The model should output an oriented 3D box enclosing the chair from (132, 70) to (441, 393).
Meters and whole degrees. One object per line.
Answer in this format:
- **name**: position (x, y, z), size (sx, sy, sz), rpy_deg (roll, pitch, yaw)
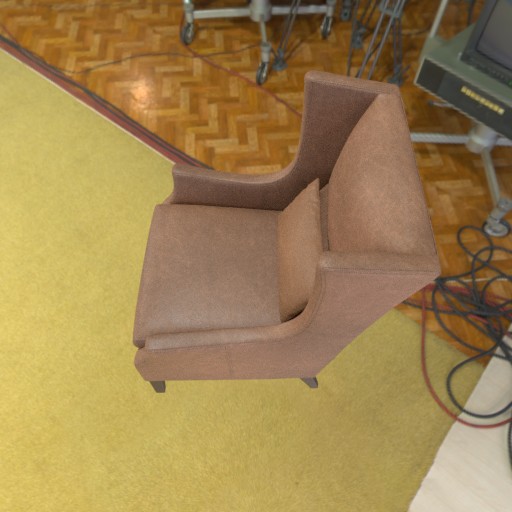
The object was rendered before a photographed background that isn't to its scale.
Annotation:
- **chair**: position (0.000, 0.000, 1.677), size (0.913, 1.088, 0.815), rpy_deg (1, 58, 0)
